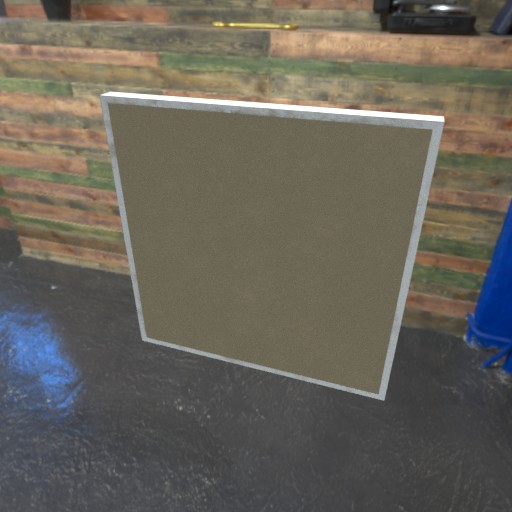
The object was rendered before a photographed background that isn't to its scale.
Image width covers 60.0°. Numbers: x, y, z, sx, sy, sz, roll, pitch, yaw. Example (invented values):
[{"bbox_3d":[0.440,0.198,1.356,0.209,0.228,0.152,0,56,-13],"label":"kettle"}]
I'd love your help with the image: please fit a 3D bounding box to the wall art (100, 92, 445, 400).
[{"bbox_3d":[0.000,0.000,0.766,0.508,0.506,0.029,10,32,16],"label":"wall art"}]
